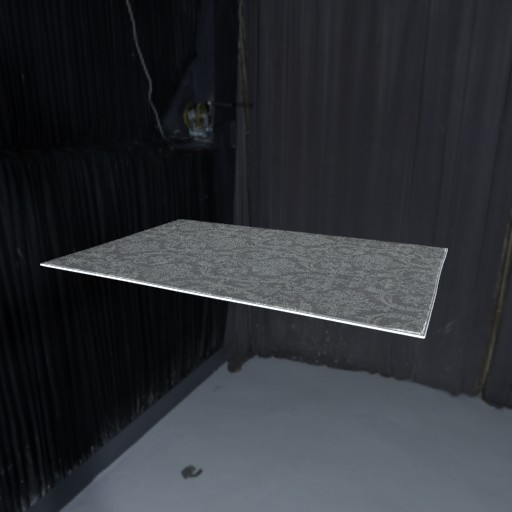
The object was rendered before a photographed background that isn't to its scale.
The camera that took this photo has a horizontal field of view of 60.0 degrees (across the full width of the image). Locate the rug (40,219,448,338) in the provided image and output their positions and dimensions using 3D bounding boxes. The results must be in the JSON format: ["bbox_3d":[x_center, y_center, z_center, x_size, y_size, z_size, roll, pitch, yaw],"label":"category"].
[{"bbox_3d":[0.000,0.000,3.561,2.746,0.018,1.819,8,18,25],"label":"rug"}]
